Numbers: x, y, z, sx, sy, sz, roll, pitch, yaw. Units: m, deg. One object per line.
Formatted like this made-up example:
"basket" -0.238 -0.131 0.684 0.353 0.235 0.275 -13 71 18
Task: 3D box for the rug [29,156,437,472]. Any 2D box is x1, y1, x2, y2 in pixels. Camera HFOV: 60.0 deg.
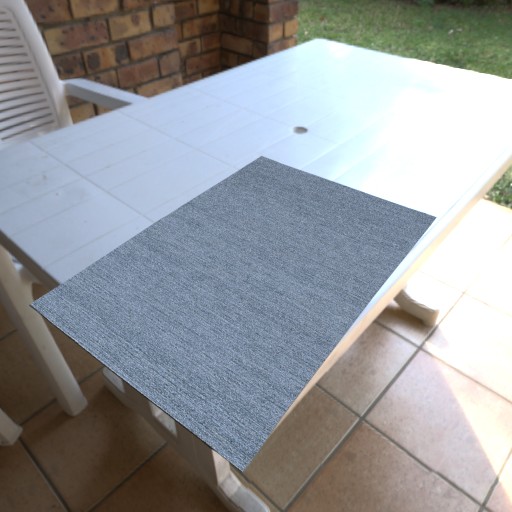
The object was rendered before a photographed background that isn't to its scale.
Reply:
"rug" 0.000 0.000 2.958 1.616 0.030 2.338 26 47 27
